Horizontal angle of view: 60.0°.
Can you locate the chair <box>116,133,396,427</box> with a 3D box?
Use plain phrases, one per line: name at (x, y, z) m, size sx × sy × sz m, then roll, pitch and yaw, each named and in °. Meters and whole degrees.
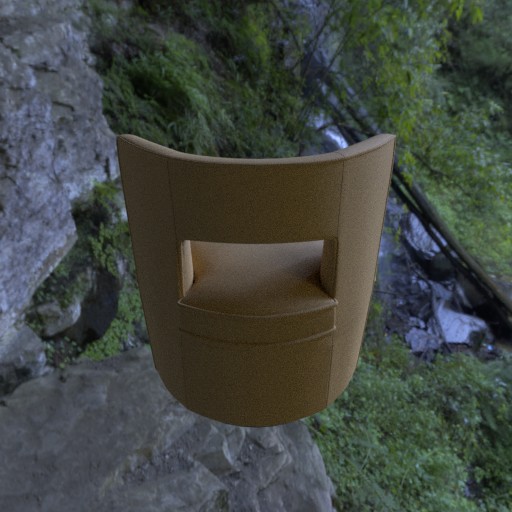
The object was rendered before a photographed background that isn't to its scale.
chair at (0.000, 0.000, 1.219) m, size 0.650 × 0.723 × 0.665 m, roll 0°, pitch 29°, yaw 0°
